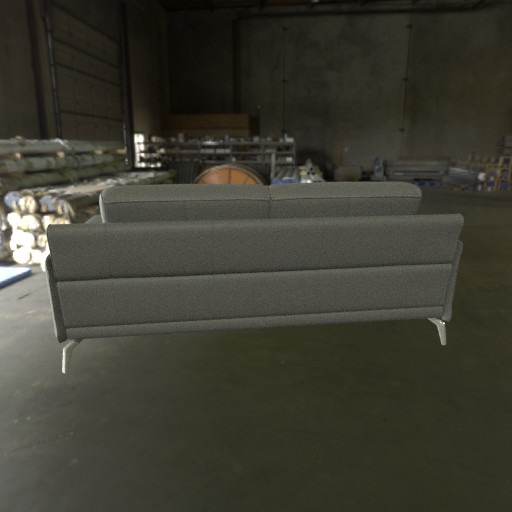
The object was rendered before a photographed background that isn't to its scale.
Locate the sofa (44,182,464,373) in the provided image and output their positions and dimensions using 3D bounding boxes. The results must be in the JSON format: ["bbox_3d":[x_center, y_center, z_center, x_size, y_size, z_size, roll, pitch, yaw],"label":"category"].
[{"bbox_3d":[0.000,0.000,2.593,2.100,0.900,0.969,-2,14,-9],"label":"sofa"}]
